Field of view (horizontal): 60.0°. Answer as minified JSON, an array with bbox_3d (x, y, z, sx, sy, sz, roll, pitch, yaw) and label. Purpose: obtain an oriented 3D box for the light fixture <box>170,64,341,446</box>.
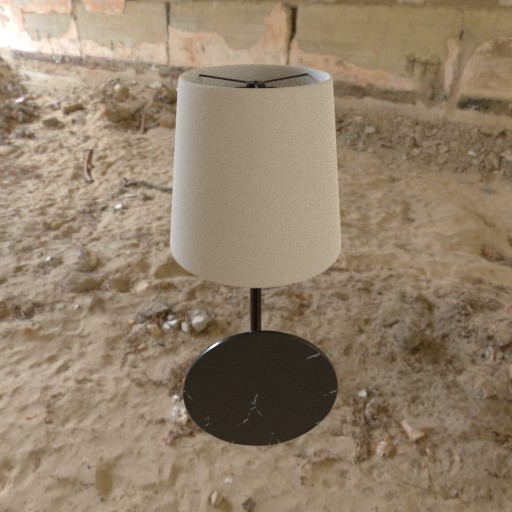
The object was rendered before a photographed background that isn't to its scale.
[{"bbox_3d":[0.000,0.000,0.443,0.168,0.337,0.188,-1,30,-2],"label":"light fixture"}]
